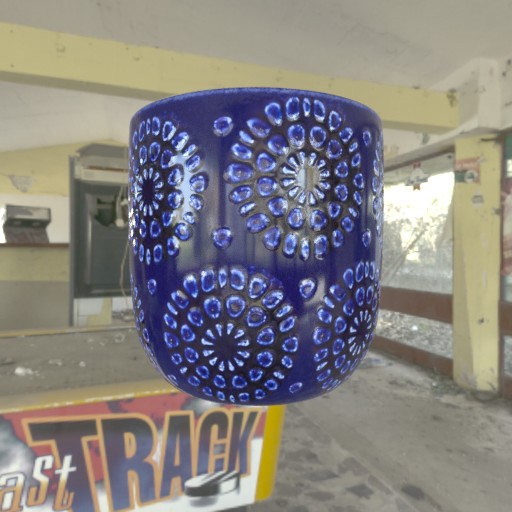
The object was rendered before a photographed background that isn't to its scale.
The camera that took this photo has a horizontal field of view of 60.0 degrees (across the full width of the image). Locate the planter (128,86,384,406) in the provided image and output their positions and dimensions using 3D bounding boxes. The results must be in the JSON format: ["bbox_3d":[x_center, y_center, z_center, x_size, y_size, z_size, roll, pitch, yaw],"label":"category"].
[{"bbox_3d":[0.000,0.000,0.197,0.109,0.112,0.109,0,1,0],"label":"planter"}]
